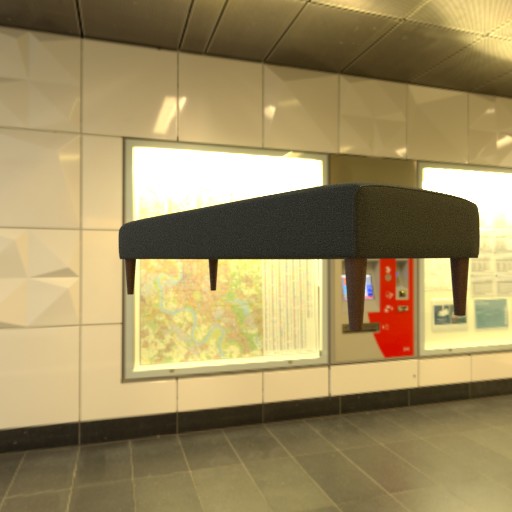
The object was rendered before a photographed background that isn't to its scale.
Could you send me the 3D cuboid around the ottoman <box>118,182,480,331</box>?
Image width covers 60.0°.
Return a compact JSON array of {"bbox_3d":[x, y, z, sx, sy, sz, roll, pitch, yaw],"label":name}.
[{"bbox_3d":[0.000,0.000,1.884,0.646,0.393,1.609,0,-1,-37],"label":"ottoman"}]
